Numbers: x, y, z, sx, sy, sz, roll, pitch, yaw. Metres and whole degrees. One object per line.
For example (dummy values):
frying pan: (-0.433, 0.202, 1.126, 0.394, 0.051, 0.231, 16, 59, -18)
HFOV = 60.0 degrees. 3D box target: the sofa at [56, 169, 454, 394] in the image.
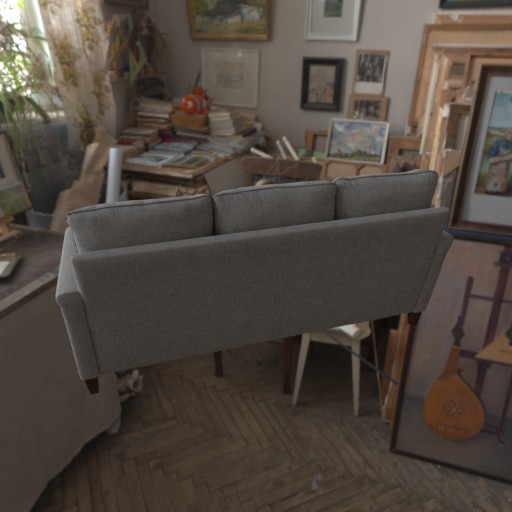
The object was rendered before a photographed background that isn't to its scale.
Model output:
sofa: (0.000, 0.000, 2.407, 1.925, 0.959, 0.828, -8, 28, -16)
